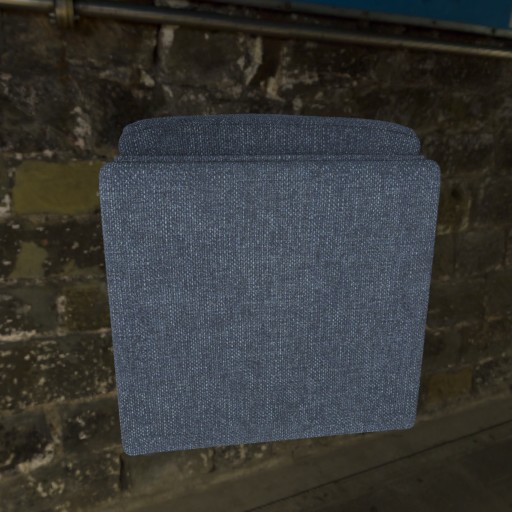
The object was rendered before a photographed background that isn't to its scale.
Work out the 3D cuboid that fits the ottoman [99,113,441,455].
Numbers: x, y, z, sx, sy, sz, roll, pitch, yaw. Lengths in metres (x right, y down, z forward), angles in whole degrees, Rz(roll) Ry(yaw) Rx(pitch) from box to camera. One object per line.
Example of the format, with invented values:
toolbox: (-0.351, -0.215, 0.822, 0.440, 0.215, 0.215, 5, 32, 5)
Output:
ottoman: (0.000, 0.000, 0.816, 0.454, 0.493, 0.436, -2, 15, -8)
